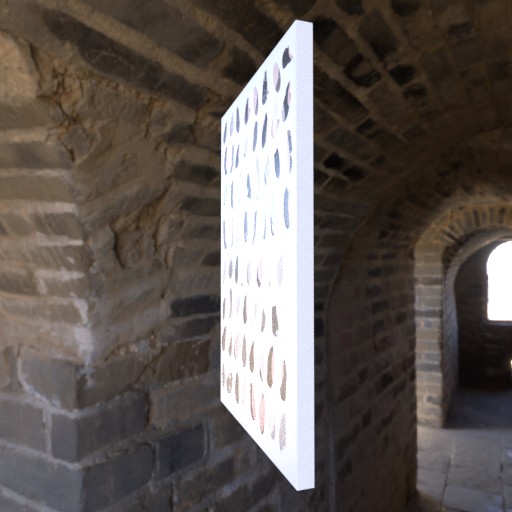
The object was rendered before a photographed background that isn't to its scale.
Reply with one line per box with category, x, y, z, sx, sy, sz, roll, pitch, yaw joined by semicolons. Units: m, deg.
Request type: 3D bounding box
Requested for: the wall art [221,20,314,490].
wall art;0.000;0.000;0.767;0.025;0.608;0.405;1;-2;-18
